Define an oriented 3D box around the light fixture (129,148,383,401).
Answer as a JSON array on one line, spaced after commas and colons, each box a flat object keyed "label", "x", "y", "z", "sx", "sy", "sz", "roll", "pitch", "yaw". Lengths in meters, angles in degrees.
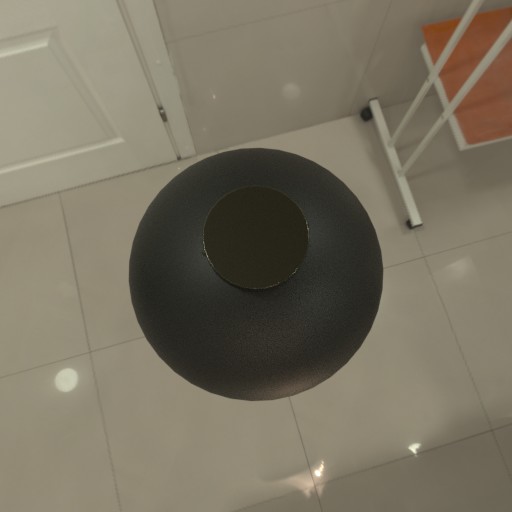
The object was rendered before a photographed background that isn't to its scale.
[{"label": "light fixture", "x": 0.000, "y": 0.000, "z": 0.549, "sx": 0.355, "sy": 0.177, "sz": 0.355, "roll": 0, "pitch": 76, "yaw": 0}]
